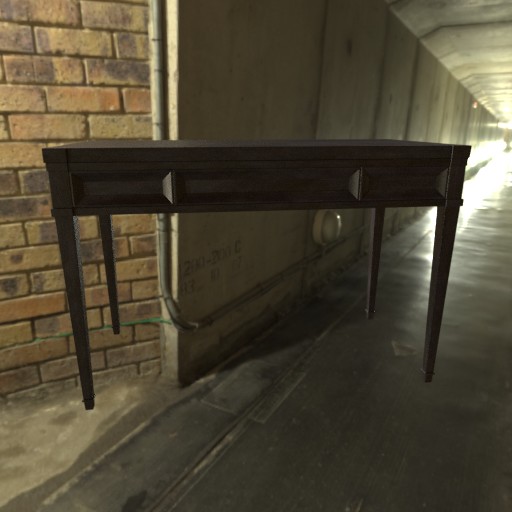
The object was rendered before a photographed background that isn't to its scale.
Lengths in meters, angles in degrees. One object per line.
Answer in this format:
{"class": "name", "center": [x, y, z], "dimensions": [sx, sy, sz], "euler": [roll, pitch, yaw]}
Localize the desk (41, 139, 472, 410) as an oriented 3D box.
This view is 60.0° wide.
{"class": "desk", "center": [0.000, 0.000, 1.735], "dimensions": [1.289, 0.861, 0.630], "euler": [-2, 17, -8]}
